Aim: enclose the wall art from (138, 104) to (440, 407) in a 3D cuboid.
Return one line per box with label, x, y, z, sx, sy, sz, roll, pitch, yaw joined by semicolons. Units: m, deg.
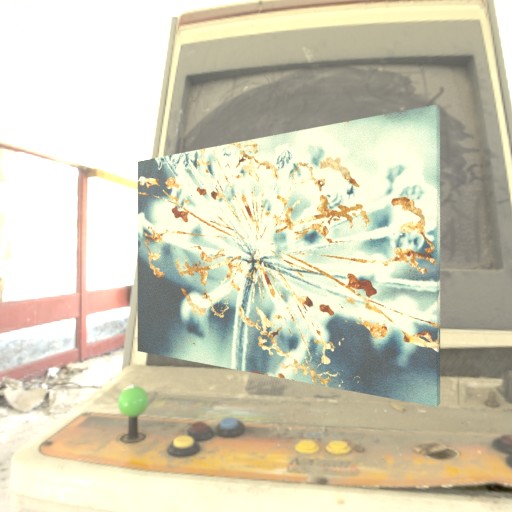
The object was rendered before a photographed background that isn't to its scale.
wall art;0.000;0.000;1.456;1.138;0.759;0.035;0;0;35
